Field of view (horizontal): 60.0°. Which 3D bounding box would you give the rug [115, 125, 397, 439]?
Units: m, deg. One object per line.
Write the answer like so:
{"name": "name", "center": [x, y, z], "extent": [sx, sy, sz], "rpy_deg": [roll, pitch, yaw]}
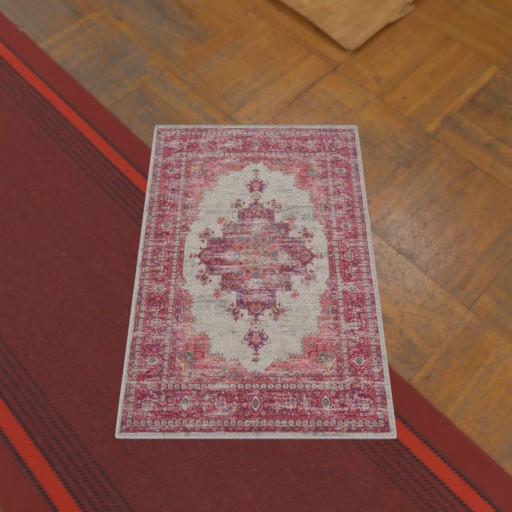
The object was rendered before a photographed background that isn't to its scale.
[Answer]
{"name": "rug", "center": [0.000, 0.000, 2.922], "extent": [1.555, 0.011, 2.232], "rpy_deg": [0, 64, 0]}
